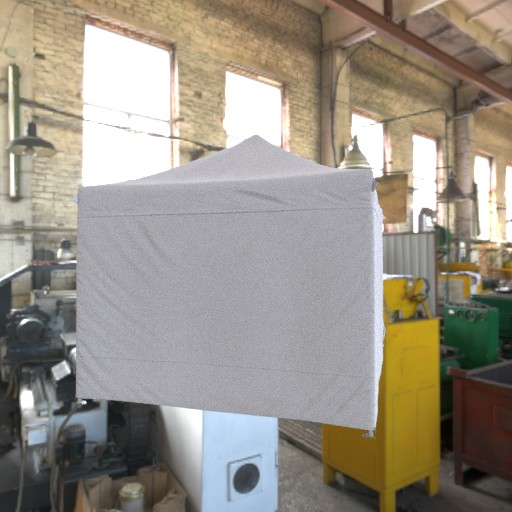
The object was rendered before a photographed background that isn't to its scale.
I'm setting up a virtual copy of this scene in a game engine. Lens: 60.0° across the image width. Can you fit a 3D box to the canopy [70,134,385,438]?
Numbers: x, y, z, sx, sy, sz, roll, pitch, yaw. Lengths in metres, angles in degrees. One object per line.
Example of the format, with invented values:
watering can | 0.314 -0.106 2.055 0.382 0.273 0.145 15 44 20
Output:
canopy | 0.000 0.000 5.495 3.043 2.997 3.121 0 0 17
